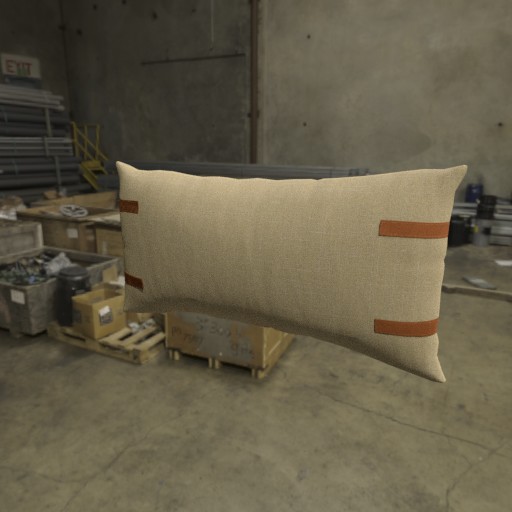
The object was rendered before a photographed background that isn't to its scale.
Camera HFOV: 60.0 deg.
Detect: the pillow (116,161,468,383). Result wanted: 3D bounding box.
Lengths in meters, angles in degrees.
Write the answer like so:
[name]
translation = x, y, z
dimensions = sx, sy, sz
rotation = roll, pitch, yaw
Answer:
[pillow]
translation = 0.000, 0.000, 0.735
dimensions = 0.612, 0.308, 0.148
rotation = 7, 16, 27
